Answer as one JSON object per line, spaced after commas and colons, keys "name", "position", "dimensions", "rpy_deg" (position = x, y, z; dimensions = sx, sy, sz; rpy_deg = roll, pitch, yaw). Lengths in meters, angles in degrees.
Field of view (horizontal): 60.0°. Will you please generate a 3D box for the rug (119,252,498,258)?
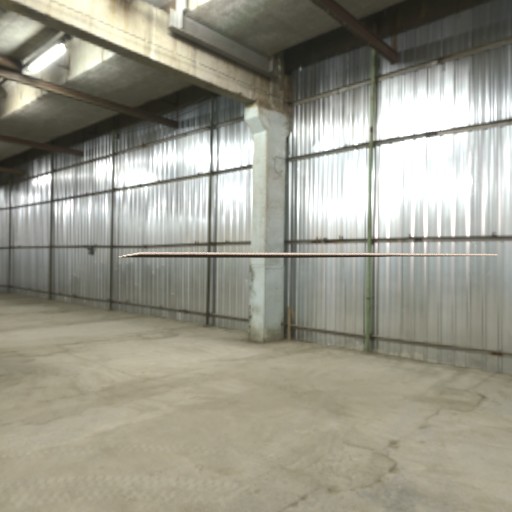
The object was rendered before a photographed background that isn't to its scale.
{"name": "rug", "position": [0.000, 0.000, 4.292], "dimensions": [2.449, 0.019, 3.357], "rpy_deg": [0, -1, -19]}
